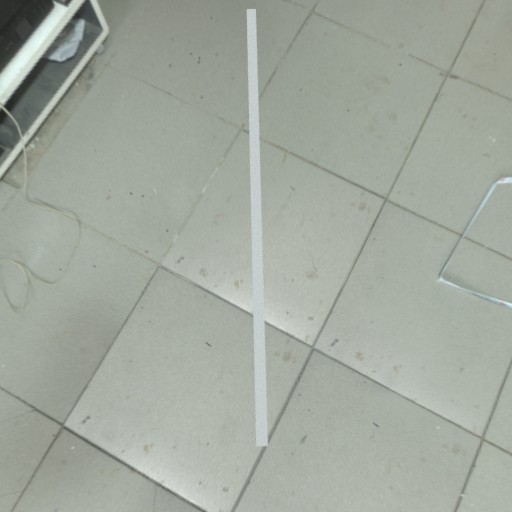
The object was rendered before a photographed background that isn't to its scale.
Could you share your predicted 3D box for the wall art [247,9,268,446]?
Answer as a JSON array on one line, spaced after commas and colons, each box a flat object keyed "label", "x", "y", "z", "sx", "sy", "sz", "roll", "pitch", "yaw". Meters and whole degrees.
[{"label": "wall art", "x": 0.000, "y": 0.000, "z": 0.959, "sx": 0.015, "sy": 0.660, "sz": 0.660, "roll": -1, "pitch": 76, "yaw": 0}]
